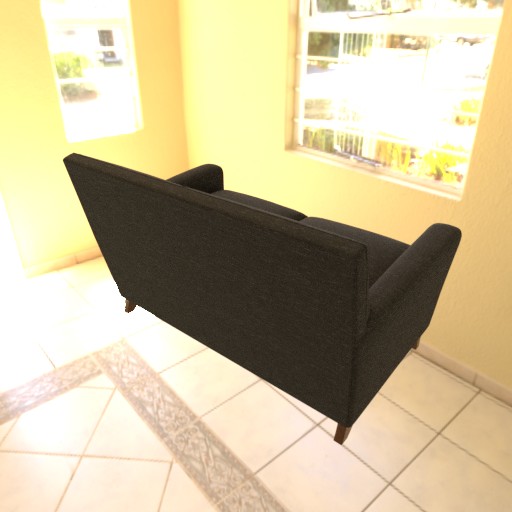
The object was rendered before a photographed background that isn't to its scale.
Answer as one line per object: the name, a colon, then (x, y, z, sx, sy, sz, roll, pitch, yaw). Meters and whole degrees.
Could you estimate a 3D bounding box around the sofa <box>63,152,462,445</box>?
sofa: (0.000, 0.000, 1.933, 1.420, 0.846, 0.875, 21, 35, 34)
